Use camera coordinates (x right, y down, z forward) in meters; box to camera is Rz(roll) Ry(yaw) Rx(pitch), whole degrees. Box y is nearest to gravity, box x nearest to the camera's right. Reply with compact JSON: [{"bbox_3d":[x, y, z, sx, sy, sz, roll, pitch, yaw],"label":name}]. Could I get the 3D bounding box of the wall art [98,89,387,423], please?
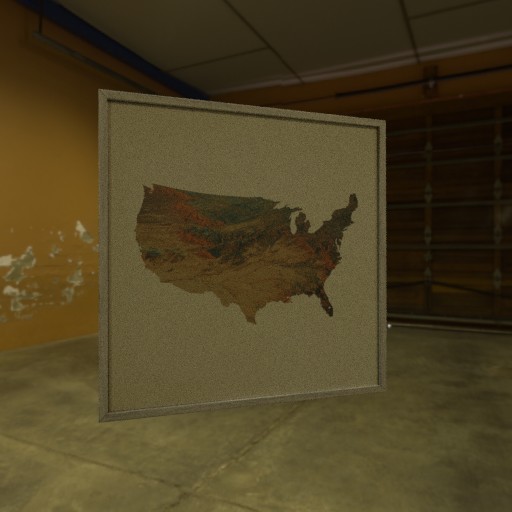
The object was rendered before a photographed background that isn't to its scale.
[{"bbox_3d":[0.000,0.000,0.759,0.508,0.507,0.016,0,0,-18],"label":"wall art"}]
